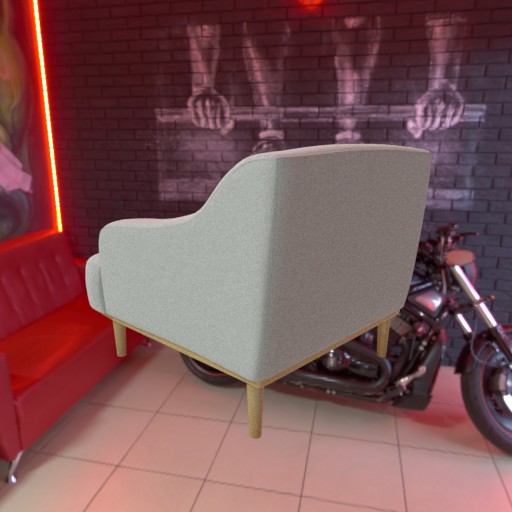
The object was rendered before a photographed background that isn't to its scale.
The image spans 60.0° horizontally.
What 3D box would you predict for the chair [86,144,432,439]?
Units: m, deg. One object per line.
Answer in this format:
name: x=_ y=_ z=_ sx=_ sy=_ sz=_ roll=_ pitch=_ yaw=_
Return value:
chair: x=0.000 y=0.000 z=1.668 sx=0.946 sy=0.818 sz=0.951 roll=-14 pitch=20 yaw=-43
